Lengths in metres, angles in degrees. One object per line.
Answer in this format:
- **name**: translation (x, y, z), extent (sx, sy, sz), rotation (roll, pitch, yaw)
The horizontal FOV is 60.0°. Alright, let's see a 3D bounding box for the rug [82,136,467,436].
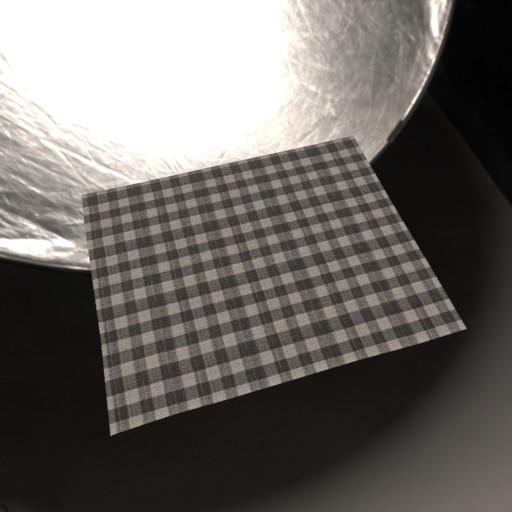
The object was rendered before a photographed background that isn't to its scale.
- **rug**: translation (0.000, 0.000, 4.159), extent (3.021, 0.013, 2.432), rotation (-14, 59, -9)
